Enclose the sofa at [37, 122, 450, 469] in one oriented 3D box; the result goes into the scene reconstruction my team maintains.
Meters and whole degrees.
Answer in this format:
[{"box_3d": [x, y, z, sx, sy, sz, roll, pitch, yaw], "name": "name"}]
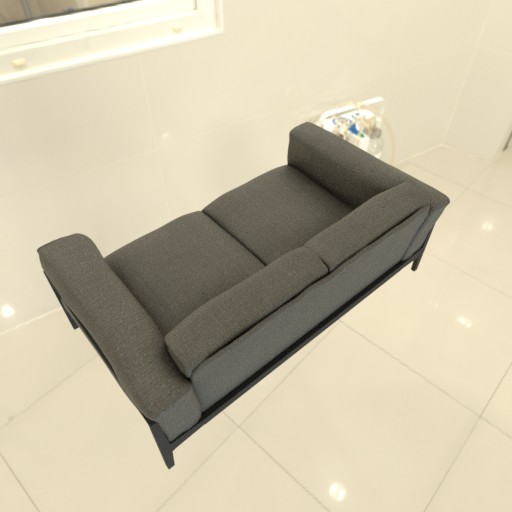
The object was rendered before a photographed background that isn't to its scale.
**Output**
[{"box_3d": [0.000, 0.000, 2.157, 1.690, 0.656, 0.960, -32, 54, -26], "name": "sofa"}]
